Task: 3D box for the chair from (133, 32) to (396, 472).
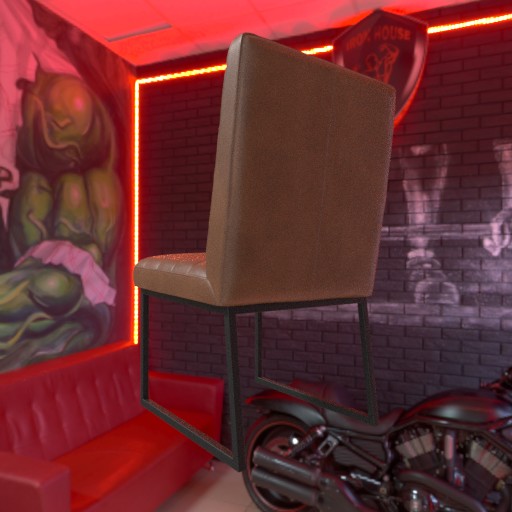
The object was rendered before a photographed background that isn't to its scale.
[{"bbox_3d":[0.000,0.000,1.290,0.520,0.930,0.634,1,-1,-36],"label":"chair"}]
